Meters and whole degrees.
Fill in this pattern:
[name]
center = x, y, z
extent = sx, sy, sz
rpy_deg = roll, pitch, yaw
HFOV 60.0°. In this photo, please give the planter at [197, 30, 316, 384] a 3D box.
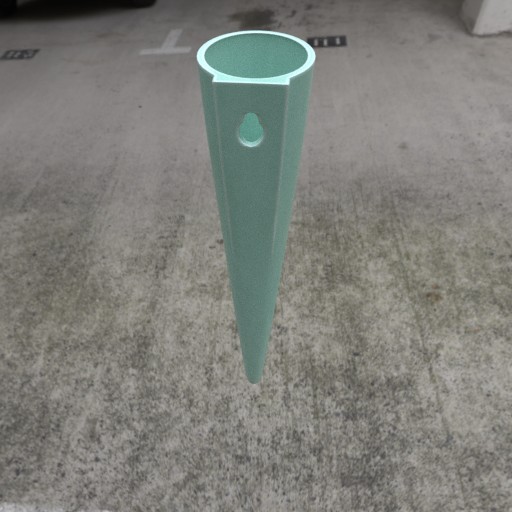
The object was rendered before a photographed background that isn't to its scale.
[planter]
center = 0.000, 0.000, 0.298
extent = 0.054, 0.268, 0.055
rpy_deg = 3, 47, 3
